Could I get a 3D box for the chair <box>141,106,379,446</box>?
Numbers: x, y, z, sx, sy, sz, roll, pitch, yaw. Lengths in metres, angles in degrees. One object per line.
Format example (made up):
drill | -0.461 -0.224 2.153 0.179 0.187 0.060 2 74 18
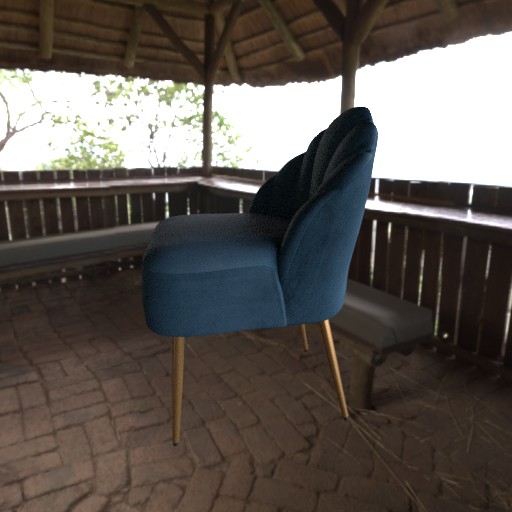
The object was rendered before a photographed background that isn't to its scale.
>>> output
chair | 0.000 0.000 1.263 0.599 0.819 0.657 -2 14 -8
